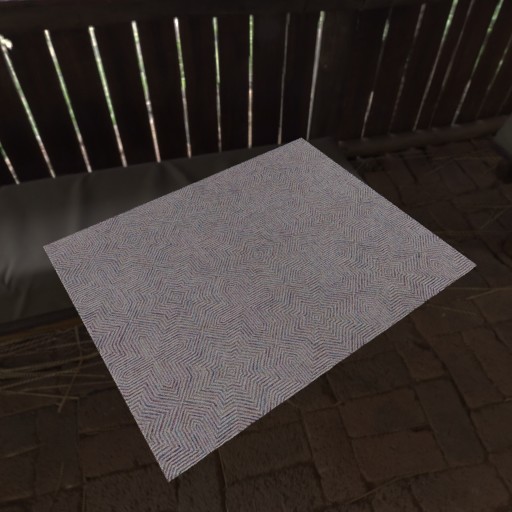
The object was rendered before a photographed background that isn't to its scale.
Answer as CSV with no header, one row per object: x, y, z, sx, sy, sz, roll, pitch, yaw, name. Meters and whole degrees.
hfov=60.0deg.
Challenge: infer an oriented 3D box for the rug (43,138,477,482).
0.000,0.000,3.981,3.046,0.008,2.442,-28,54,-23,rug
